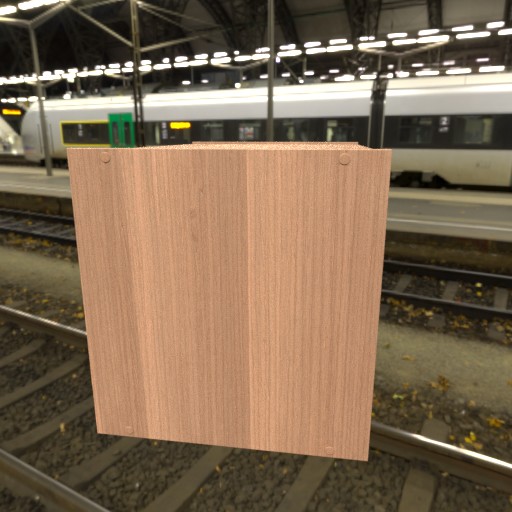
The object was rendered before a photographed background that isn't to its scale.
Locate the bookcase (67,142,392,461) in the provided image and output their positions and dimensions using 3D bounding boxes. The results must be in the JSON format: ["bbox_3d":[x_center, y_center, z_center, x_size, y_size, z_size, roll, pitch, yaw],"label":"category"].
[{"bbox_3d":[0.000,0.000,0.624,0.290,0.305,0.415,2,15,8],"label":"bookcase"}]
